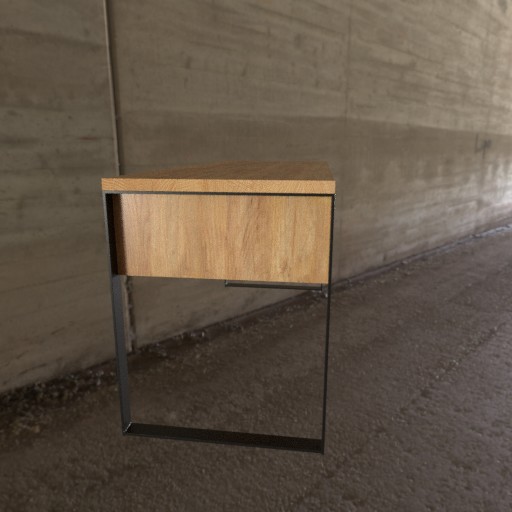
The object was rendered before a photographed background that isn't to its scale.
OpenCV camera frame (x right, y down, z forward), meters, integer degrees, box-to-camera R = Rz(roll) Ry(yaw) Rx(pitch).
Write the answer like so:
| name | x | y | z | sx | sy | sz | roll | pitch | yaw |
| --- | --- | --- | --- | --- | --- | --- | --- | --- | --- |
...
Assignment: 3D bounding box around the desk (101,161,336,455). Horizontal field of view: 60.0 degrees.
| name | x | y | z | sx | sy | sz | roll | pitch | yaw |
| --- | --- | --- | --- | --- | --- | --- | --- | --- | --- |
| desk | 0.000 | 0.000 | 1.923 | 0.600 | 0.760 | 1.520 | 2 | 14 | 8 |
